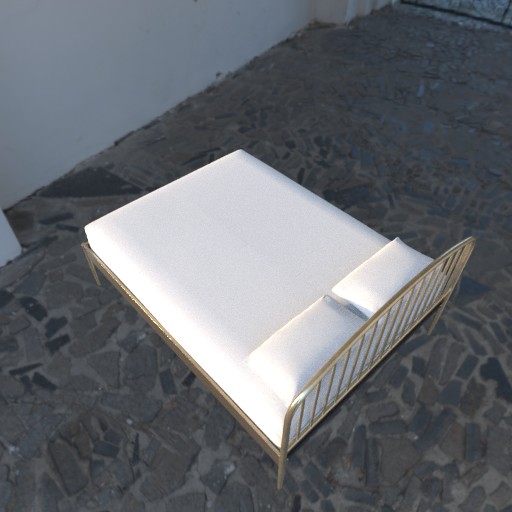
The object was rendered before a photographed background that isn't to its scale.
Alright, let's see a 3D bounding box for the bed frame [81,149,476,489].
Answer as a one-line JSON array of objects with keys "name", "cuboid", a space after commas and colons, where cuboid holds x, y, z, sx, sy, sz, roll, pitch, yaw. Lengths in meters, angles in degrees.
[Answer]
[{"name": "bed frame", "cuboid": [0.000, 0.000, 3.081, 1.612, 1.175, 2.152, -33, 55, -28]}]
